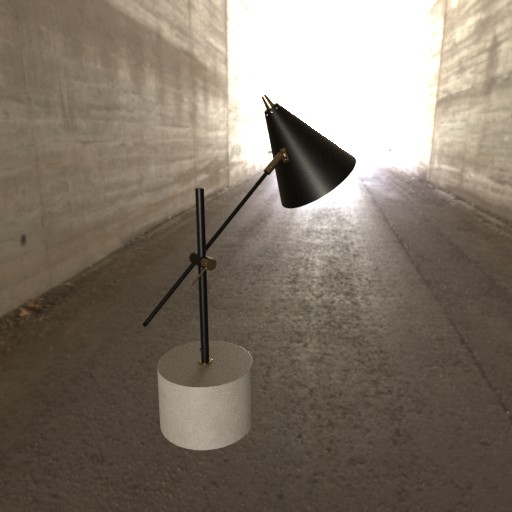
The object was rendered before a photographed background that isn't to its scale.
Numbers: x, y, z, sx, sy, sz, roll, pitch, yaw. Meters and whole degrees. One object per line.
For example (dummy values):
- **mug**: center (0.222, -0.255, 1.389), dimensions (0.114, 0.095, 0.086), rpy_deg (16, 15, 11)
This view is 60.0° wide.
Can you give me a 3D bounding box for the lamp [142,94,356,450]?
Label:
- **lamp**: center (0.000, 0.000, 0.739), dimensions (0.403, 0.518, 0.214), rpy_deg (-7, 17, -26)
